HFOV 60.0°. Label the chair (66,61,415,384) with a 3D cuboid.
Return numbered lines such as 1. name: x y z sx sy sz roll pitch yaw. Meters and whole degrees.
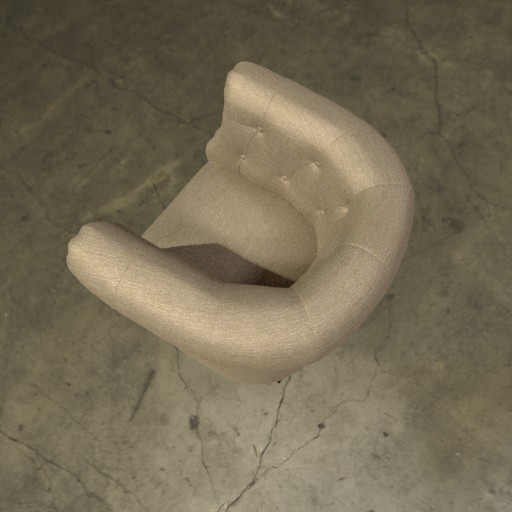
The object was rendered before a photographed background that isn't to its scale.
1. chair: 0.000 0.000 1.556 0.852 0.827 0.905 31 68 14
